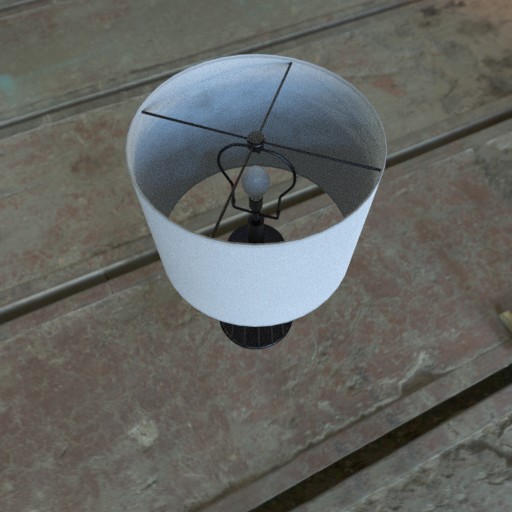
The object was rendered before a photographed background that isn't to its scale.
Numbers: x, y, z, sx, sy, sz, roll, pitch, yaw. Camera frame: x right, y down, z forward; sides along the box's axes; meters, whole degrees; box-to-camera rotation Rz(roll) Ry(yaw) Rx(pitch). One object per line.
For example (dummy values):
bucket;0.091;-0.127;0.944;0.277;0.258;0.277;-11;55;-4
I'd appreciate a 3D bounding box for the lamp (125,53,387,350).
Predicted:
lamp;0.000;0.000;0.806;0.322;0.593;0.322;16;61;9
